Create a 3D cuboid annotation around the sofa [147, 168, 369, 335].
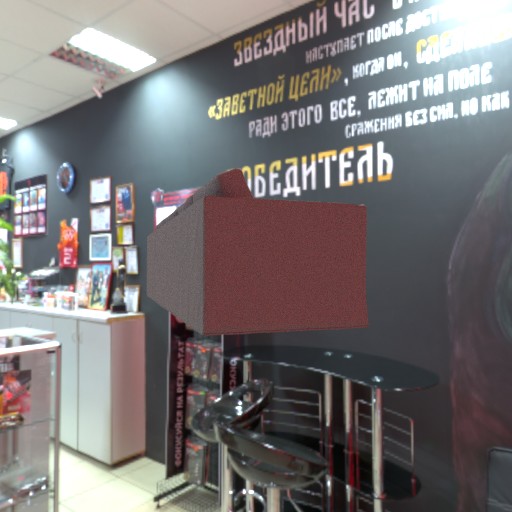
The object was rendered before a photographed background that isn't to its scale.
[{"bbox_3d":[0.000,0.000,3.913,1.622,0.867,3.177,0,-1,-19],"label":"sofa"}]
